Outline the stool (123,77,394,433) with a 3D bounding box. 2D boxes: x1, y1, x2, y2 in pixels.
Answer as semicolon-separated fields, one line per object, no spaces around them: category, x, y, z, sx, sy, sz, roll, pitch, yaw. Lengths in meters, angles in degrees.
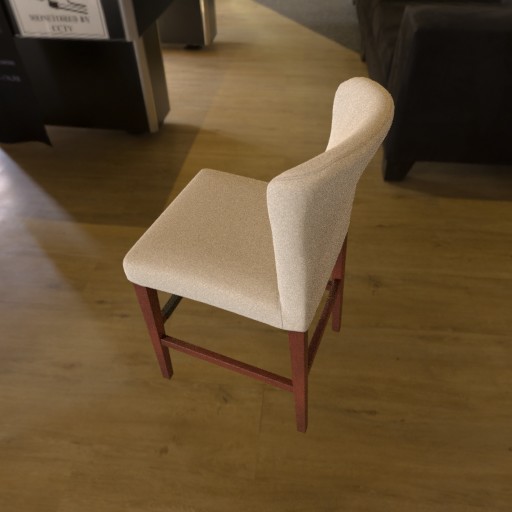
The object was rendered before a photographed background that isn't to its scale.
stool;0.000;0.000;1.261;0.568;0.968;0.479;16;47;16
